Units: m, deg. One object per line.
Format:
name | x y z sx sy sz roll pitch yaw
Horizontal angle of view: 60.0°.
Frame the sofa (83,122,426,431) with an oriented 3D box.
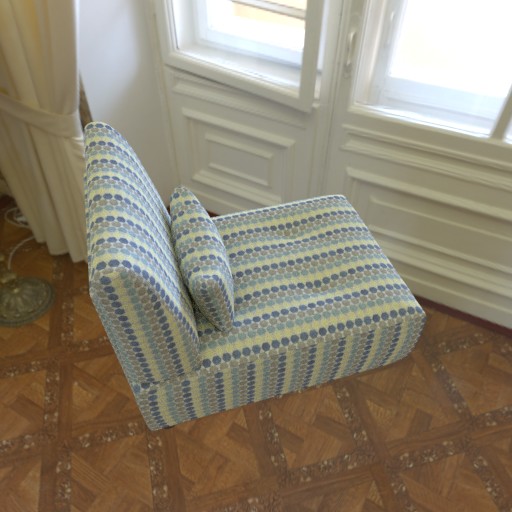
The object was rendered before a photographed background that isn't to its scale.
sofa | 0.000 0.000 1.545 1.000 0.820 0.700 -12 48 -11
